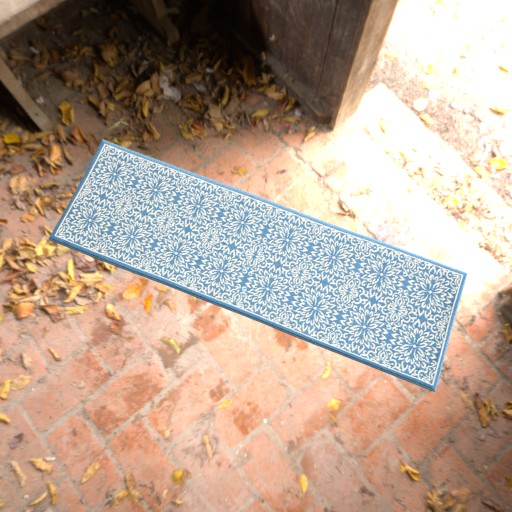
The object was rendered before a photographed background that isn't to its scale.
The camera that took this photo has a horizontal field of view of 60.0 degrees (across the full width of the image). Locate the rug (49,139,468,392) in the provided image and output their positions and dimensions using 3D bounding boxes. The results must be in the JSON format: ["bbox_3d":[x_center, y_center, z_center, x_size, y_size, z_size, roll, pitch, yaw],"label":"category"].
[{"bbox_3d":[0.000,0.000,2.412,2.196,0.011,0.662,21,76,6],"label":"rug"}]
